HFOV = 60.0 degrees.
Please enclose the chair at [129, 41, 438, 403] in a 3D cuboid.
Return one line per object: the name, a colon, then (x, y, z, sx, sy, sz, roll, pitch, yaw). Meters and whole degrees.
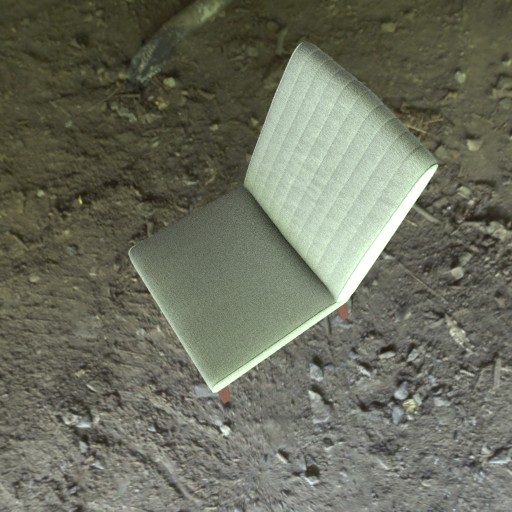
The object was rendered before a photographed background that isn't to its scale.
chair: (0.000, 0.000, 1.244, 0.594, 0.900, 0.480, -32, 68, -14)
